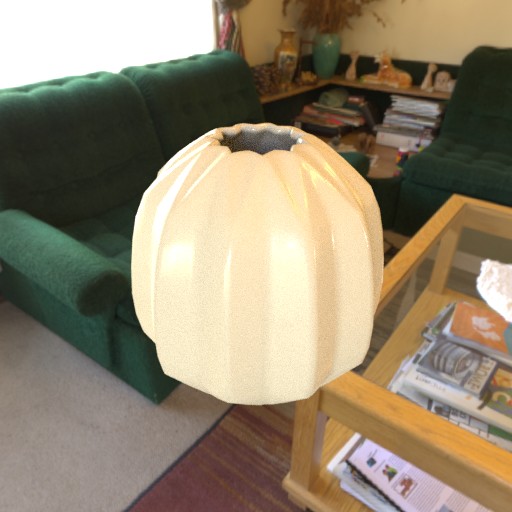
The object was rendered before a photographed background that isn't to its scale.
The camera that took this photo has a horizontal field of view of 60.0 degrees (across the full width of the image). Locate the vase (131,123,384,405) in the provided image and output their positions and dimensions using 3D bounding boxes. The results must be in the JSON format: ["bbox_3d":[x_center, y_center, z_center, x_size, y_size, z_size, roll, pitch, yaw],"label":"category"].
[{"bbox_3d":[0.000,0.000,0.247,0.139,0.134,0.139,0,32,0],"label":"vase"}]
